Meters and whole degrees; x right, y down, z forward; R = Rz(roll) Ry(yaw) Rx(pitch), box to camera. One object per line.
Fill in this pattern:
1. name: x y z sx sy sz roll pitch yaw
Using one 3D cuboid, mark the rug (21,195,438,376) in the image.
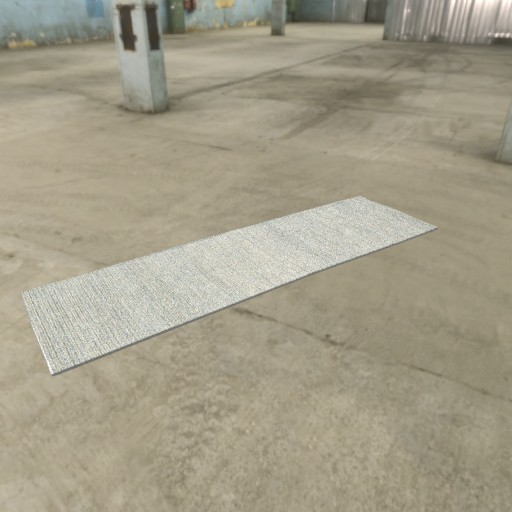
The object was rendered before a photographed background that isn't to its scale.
1. rug: 0.000 0.000 2.499 2.341 0.037 0.675 -18 34 -29
